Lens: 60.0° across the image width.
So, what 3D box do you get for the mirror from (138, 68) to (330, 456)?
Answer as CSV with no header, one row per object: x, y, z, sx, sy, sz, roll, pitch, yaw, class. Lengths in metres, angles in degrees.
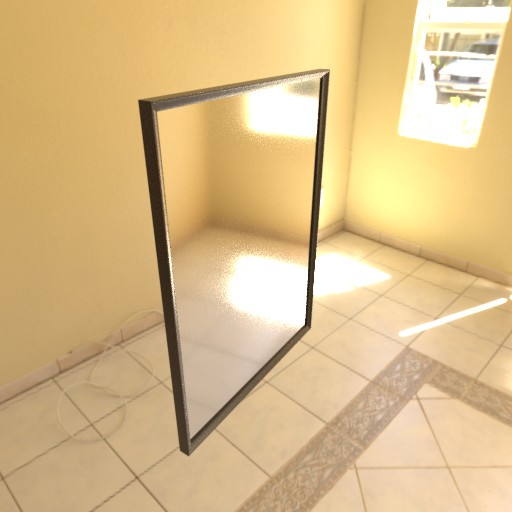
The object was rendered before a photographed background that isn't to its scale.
0.000,0.000,1.373,0.041,1.016,0.762,18,33,30,mirror
